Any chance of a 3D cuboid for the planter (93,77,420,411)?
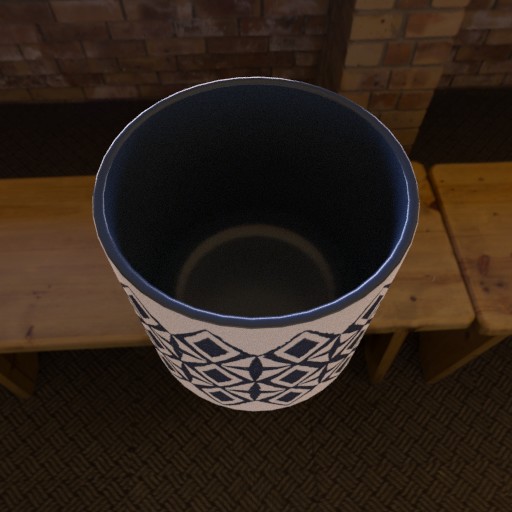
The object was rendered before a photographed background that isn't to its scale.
[{"bbox_3d":[0.000,0.000,0.317,0.182,0.165,0.182,0,58,0],"label":"planter"}]
